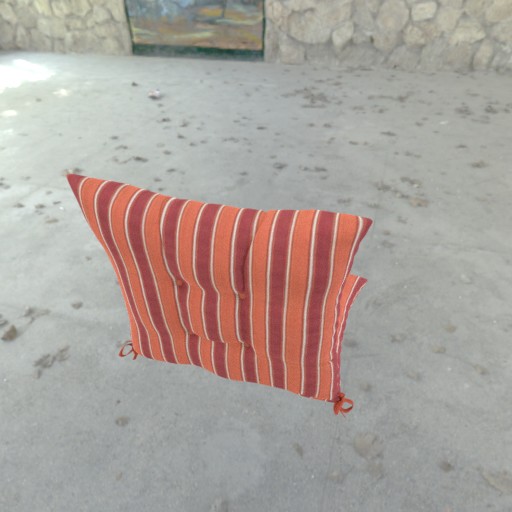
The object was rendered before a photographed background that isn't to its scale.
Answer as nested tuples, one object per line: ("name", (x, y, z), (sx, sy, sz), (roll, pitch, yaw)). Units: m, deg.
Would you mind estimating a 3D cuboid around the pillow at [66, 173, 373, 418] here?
("pillow", (0.000, 0.000, 1.014), (0.541, 0.536, 0.585), (10, 35, 15))
